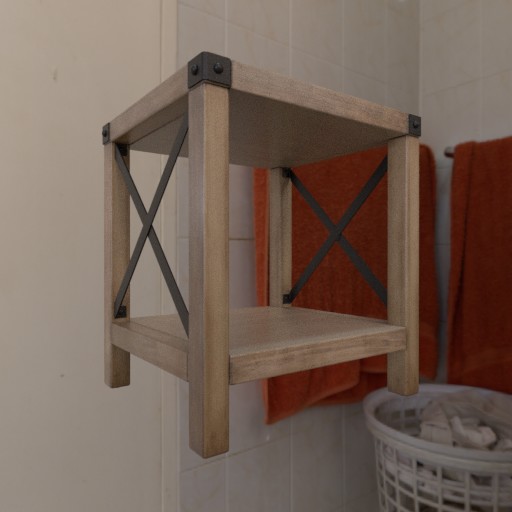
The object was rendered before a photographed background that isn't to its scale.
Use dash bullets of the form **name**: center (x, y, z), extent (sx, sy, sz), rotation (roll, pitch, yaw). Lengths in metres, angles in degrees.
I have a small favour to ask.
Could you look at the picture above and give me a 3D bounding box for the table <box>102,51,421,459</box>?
- **table**: center (0.000, 0.000, 0.921), extent (0.510, 0.561, 0.459), rotation (0, 0, -36)
